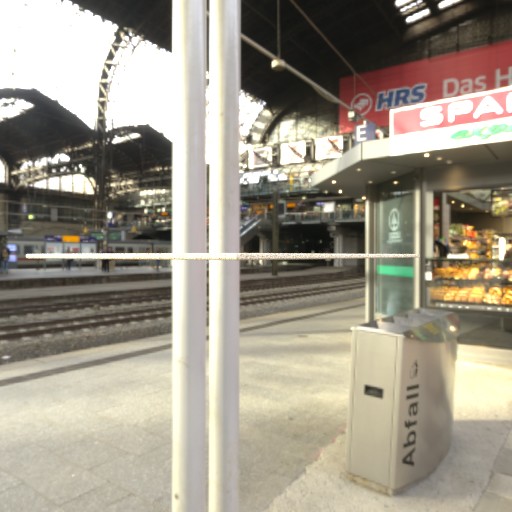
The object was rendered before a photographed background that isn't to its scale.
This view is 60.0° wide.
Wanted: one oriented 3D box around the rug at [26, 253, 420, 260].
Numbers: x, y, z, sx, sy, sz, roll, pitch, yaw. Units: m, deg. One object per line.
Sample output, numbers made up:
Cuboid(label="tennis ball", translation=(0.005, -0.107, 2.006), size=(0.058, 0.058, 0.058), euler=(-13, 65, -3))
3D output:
Cuboid(label="rug", translation=(0.000, 0.000, 3.508), size=(1.778, 0.030, 2.743), euler=(0, 0, 36))
